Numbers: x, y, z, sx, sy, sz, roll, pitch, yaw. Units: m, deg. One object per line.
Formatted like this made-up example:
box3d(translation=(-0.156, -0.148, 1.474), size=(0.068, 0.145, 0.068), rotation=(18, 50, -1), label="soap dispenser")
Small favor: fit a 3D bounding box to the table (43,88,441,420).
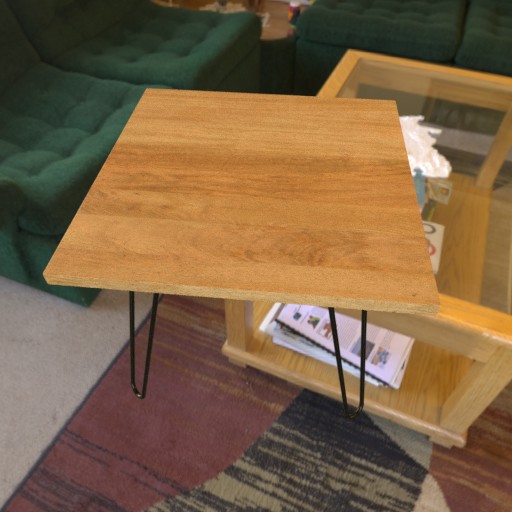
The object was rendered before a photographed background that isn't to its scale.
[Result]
box3d(translation=(0.000, 0.000, 1.044), size=(0.599, 0.500, 0.599), rotation=(4, 48, 4), label="table")
